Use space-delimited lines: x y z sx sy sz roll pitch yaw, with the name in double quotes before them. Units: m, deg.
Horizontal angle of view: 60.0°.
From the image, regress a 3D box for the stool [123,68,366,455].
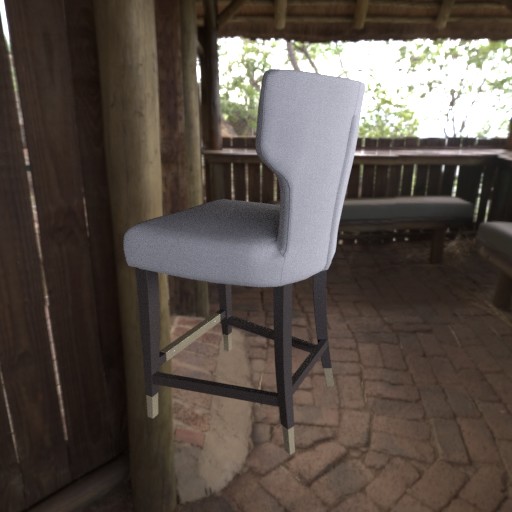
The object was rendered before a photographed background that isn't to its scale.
"stool" 0.000 0.000 1.322 0.563 0.982 0.527 9 19 26
